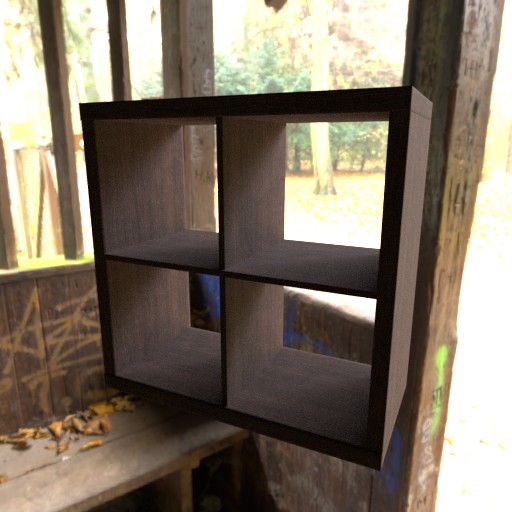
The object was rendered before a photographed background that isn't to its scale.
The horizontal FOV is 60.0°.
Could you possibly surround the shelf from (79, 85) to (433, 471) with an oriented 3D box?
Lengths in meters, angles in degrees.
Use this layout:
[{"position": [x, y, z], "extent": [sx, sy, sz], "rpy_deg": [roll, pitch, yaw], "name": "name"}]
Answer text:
[{"position": [0.000, 0.000, 1.201], "extent": [0.790, 0.786, 0.390], "rpy_deg": [7, 16, 25], "name": "shelf"}]
